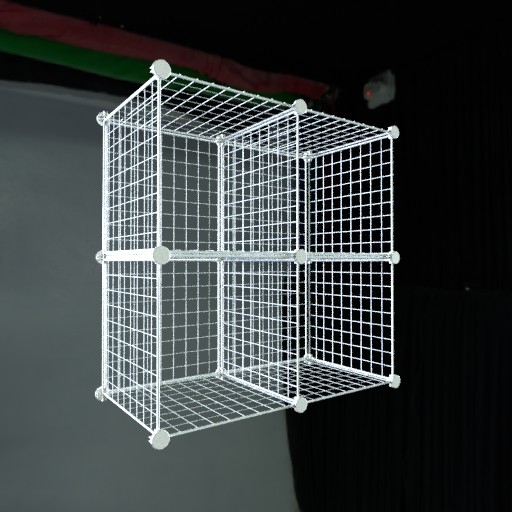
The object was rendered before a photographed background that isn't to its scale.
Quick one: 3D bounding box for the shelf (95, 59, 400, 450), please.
[{"bbox_3d":[0.000,0.000,1.150,0.711,0.711,0.356,1,-1,-36],"label":"shelf"}]
